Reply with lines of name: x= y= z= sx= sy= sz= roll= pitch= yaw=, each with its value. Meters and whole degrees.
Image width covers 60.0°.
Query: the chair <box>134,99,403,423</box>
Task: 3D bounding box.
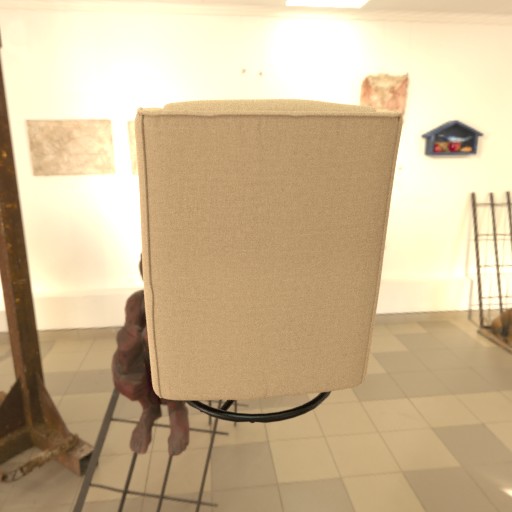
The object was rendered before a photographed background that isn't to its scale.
chair: x=0.000 y=0.000 z=1.569 sx=0.732 sy=0.993 sz=0.879 roll=-2 pitch=15 yaw=-7
